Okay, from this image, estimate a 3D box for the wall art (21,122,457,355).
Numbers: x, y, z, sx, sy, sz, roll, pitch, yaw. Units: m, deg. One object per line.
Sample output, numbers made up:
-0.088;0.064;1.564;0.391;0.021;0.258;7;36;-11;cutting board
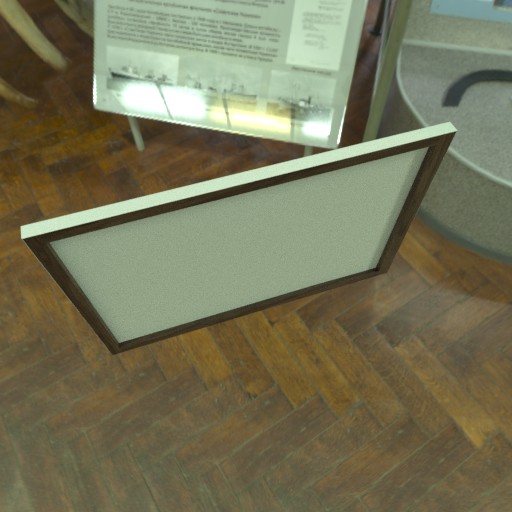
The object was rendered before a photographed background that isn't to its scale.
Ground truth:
0.000;0.000;1.917;1.520;1.016;0.051;-16;59;-10;wall art
